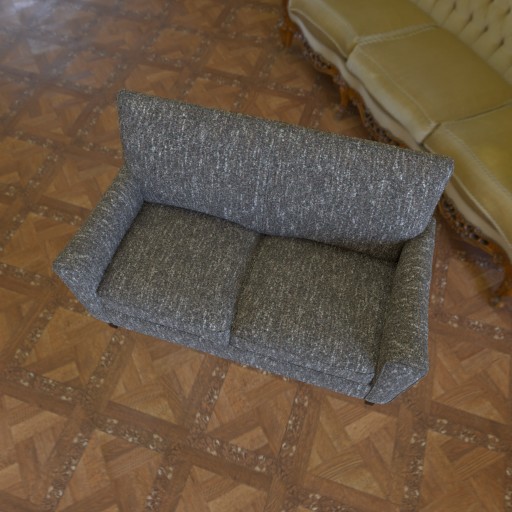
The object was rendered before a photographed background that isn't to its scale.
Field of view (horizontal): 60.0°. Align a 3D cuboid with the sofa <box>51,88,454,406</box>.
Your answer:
[{"bbox_3d":[0.000,0.000,2.014,1.519,0.946,0.801,15,59,9],"label":"sofa"}]
